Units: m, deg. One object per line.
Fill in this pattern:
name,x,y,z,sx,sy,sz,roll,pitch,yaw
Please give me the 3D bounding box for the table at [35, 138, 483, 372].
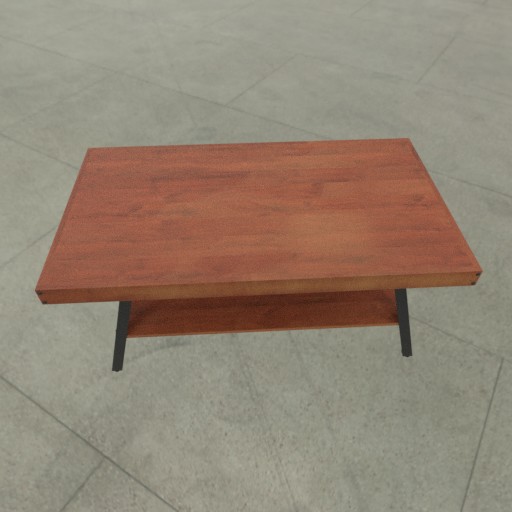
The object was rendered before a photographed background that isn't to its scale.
table,0.000,0.000,1.427,1.067,0.457,0.610,-2,46,-2
